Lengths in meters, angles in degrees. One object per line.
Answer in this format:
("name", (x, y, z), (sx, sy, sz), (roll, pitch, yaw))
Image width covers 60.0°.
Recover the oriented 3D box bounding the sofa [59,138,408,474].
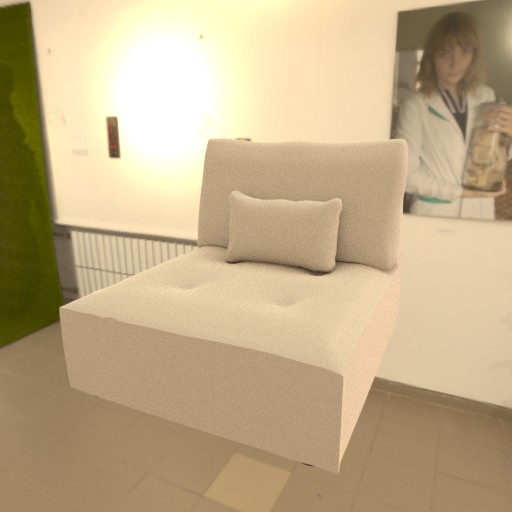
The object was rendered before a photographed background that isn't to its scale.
("sofa", (0.000, 0.000, 1.634), (0.935, 0.828, 1.000), (7, 17, 24))
